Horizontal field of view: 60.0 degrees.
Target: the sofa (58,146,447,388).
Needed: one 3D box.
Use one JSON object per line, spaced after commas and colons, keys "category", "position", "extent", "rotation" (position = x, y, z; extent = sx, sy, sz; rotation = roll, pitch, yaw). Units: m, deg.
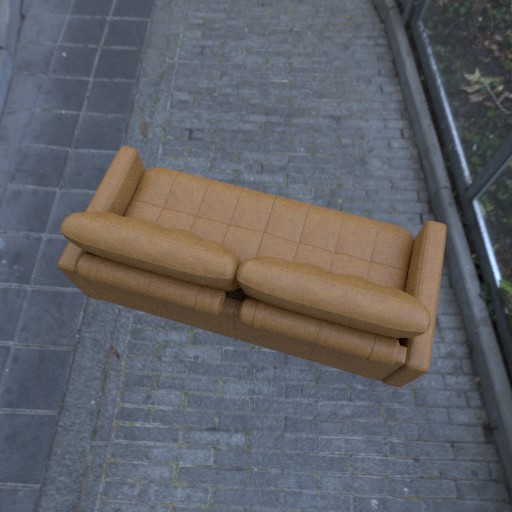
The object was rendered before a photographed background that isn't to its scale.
{"category": "sofa", "position": [0.000, 0.000, 2.304], "extent": [1.821, 0.898, 0.850], "rotation": [15, 65, 7]}
